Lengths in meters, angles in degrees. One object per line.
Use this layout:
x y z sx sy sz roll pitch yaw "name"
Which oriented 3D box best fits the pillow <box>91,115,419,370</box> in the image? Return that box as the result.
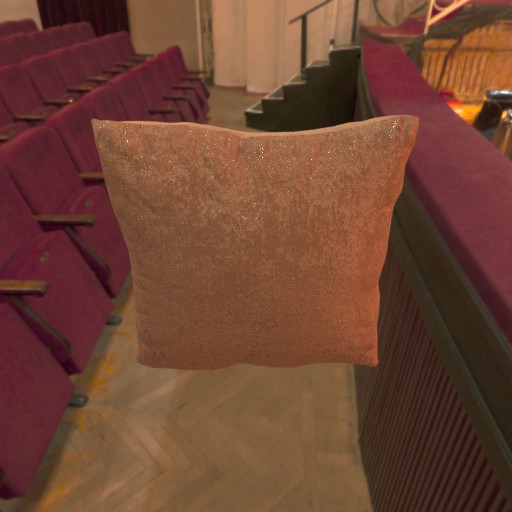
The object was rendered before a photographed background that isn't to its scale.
0.000 0.000 0.715 0.450 0.448 0.245 1 31 1 "pillow"
